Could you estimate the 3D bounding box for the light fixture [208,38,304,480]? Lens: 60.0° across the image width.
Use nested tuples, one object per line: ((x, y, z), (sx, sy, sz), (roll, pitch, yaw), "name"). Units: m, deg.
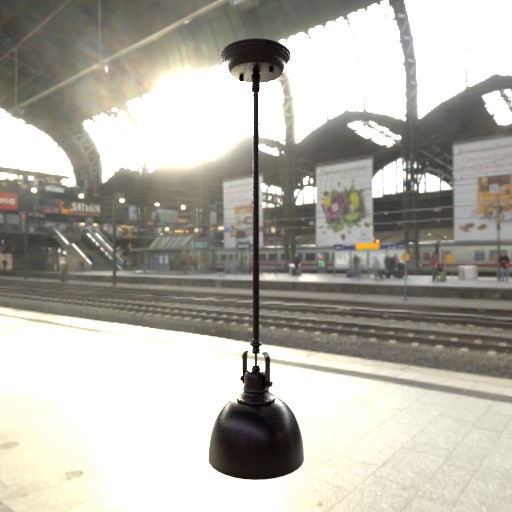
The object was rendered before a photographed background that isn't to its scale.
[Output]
((0.000, 0.000, 0.848), (0.182, 0.768, 0.182), (0, -1, 36), "light fixture")
